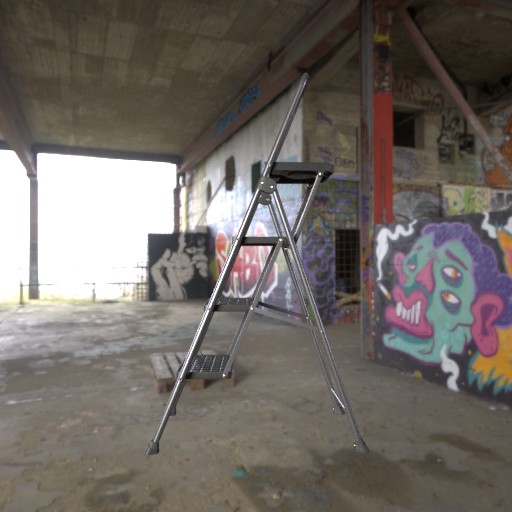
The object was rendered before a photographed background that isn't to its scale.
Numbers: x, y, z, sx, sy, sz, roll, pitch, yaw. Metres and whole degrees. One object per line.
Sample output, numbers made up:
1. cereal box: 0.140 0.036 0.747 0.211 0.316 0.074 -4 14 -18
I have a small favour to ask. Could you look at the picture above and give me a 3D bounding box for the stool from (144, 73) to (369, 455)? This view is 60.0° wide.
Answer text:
1. stool: 0.000 0.000 1.626 0.733 1.277 0.396 0 -1 -1
